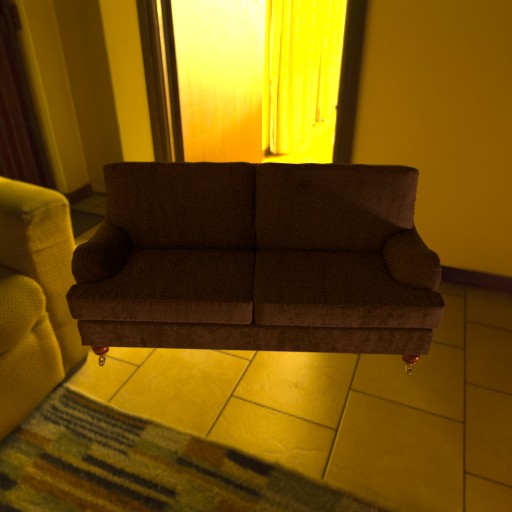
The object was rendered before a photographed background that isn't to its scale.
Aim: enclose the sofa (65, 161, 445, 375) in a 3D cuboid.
[{"bbox_3d":[0.000,0.000,2.898,2.165,1.087,1.086,1,31,2],"label":"sofa"}]
